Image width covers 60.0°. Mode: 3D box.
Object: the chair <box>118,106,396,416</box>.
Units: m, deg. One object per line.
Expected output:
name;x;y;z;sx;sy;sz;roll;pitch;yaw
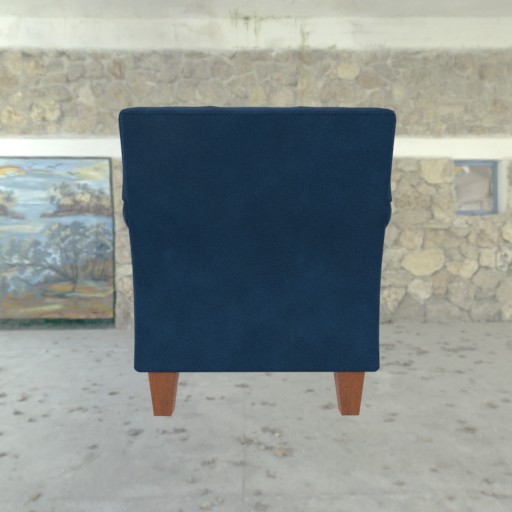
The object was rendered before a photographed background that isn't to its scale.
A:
chair;0.000;0.000;1.853;0.895;1.076;1.078;0;1;0
